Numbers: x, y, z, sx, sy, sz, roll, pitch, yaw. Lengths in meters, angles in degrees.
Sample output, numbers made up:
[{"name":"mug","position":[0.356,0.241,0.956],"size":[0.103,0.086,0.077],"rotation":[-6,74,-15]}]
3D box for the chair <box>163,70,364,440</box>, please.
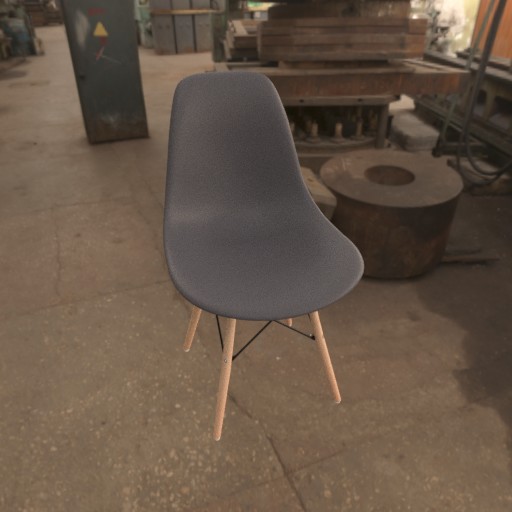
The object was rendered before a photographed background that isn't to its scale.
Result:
[{"name":"chair","position":[0.000,0.000,1.156],"size":[0.470,0.826,0.533],"rotation":[-11,33,-17]}]
